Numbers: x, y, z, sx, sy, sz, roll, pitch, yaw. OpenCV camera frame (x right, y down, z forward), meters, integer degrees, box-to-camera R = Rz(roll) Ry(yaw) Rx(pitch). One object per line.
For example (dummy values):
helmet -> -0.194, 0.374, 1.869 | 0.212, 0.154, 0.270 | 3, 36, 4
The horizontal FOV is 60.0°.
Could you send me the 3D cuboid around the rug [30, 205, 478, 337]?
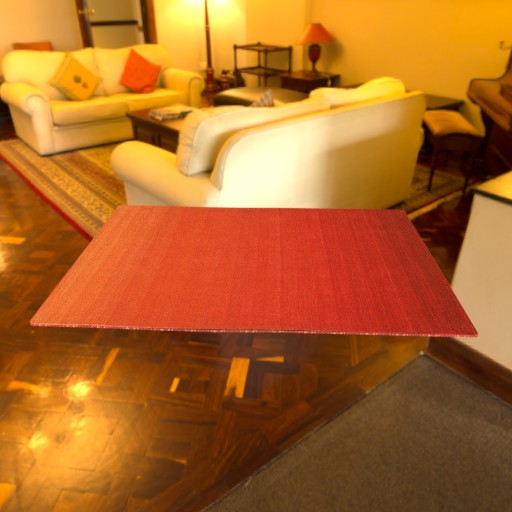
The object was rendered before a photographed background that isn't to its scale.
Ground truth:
rug -> 0.000, 0.000, 2.319 | 1.835, 0.018, 1.230 | 1, 30, 2
